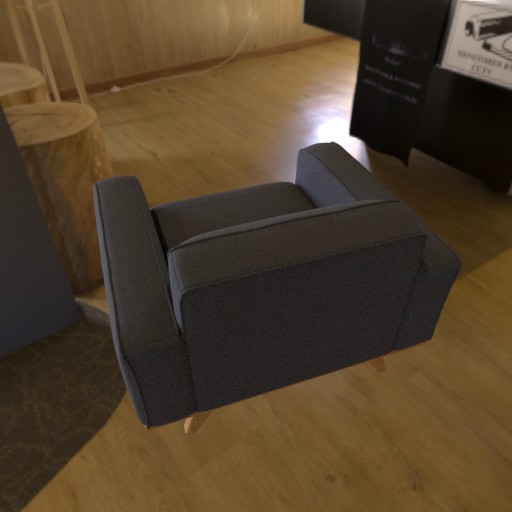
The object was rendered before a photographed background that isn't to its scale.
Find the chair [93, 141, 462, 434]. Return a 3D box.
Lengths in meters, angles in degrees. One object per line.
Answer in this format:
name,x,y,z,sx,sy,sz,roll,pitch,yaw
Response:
chair,0.000,0.000,1.723,1.118,0.783,0.953,-13,42,-15
